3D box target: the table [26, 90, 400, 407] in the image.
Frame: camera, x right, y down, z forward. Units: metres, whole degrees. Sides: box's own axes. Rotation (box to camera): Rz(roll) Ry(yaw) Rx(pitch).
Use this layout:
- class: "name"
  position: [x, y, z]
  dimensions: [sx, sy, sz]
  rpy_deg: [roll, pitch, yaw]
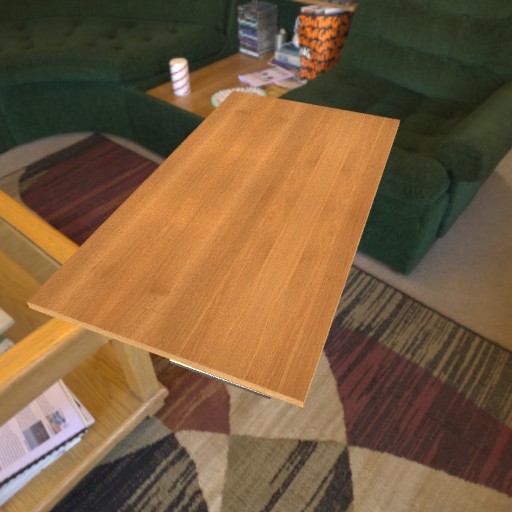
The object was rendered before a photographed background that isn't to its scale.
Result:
- class: "table"
  position: [0.000, 0.000, 2.050]
  dimensions: [0.900, 0.750, 1.600]
  rpy_deg: [16, 47, 15]
